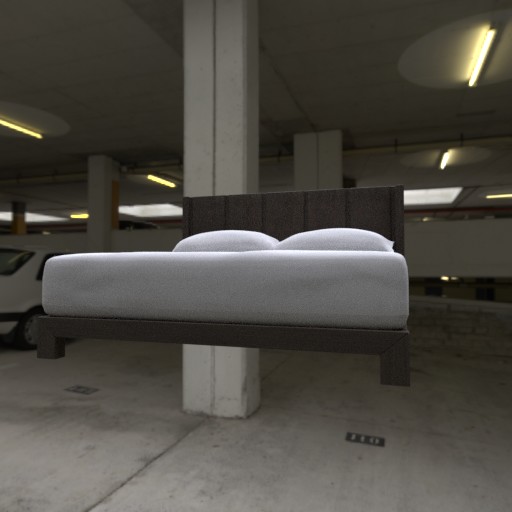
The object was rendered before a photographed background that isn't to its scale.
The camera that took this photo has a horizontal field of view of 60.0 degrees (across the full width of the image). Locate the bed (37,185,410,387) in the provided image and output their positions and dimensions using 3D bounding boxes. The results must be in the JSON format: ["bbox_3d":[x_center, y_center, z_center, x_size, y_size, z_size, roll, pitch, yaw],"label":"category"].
[{"bbox_3d":[0.000,0.000,3.322,2.134,1.270,2.012,-1,-2,18],"label":"bed"}]
